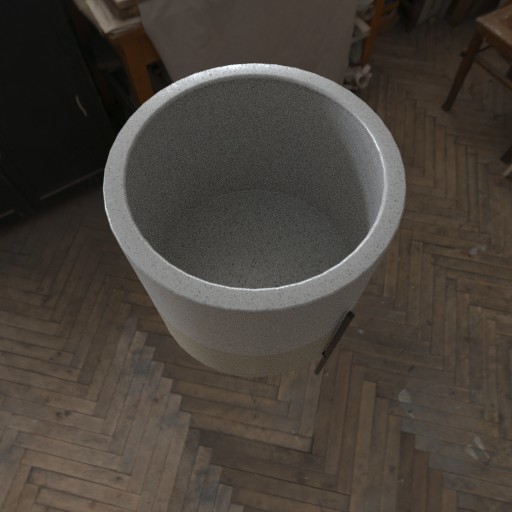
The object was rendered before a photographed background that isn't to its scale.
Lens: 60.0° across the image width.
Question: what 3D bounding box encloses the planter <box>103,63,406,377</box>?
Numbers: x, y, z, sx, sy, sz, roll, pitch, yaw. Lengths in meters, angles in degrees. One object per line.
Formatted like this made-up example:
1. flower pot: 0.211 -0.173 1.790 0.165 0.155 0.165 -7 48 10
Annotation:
1. planter: 0.000 0.000 0.740 0.359 0.484 0.368 16 65 8
